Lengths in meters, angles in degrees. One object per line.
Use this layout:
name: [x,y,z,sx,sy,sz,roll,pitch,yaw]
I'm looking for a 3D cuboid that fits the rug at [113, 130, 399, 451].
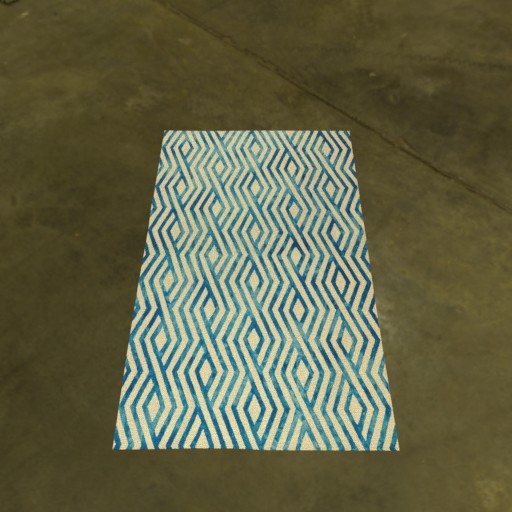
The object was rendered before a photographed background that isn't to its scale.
rug: [0.000,0.000,3.004,1.531,0.008,2.439,0,58,0]
